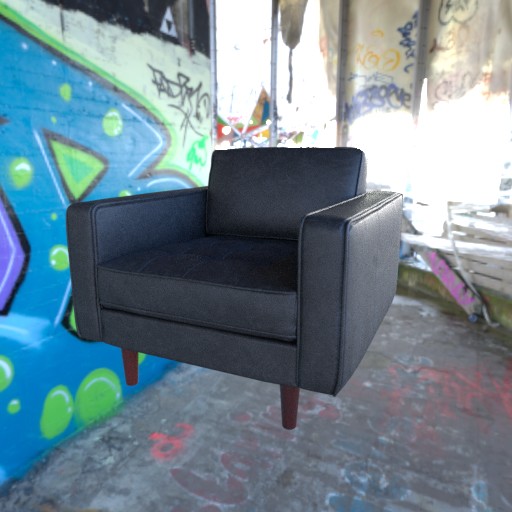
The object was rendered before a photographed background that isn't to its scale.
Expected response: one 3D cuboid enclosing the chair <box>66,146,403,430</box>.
[{"bbox_3d":[0.000,0.000,1.579,0.889,0.763,0.914,6,14,25],"label":"chair"}]
